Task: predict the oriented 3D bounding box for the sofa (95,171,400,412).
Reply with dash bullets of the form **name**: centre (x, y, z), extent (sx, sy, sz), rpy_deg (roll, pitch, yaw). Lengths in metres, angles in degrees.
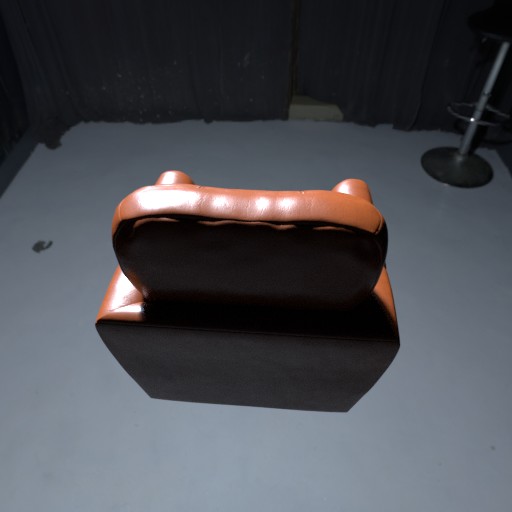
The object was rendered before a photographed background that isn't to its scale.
- **sofa**: centre (0.000, 0.000, 1.513), extent (0.836, 0.876, 0.789), rpy_deg (3, 47, 3)
